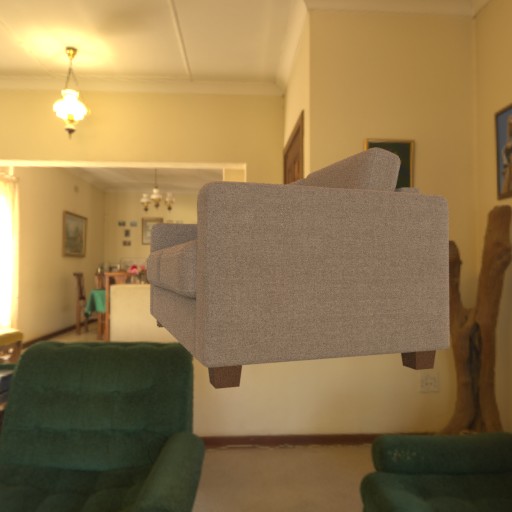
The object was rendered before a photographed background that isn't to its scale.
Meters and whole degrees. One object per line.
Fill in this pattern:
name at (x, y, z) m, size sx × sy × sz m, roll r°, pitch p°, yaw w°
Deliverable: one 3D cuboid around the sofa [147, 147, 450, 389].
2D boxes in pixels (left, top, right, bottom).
sofa at (0.000, 0.000, 2.075) m, size 0.900 × 0.800 × 1.520 m, roll 0°, pitch -1°, yaw -19°
